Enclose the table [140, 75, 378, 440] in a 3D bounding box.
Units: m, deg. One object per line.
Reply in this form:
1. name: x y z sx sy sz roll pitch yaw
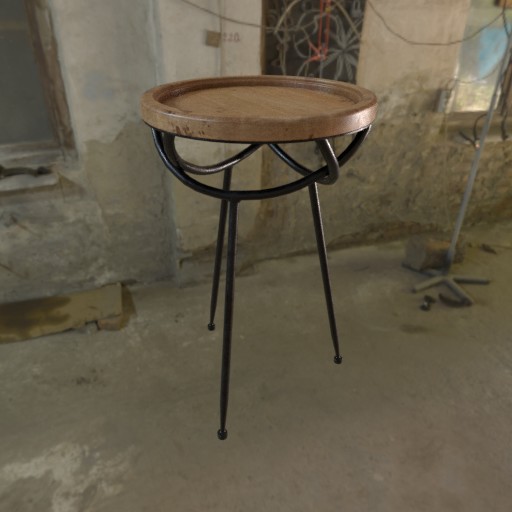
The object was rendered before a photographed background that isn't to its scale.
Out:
1. table: 0.000 0.000 0.944 0.414 0.664 0.418 19 35 29
